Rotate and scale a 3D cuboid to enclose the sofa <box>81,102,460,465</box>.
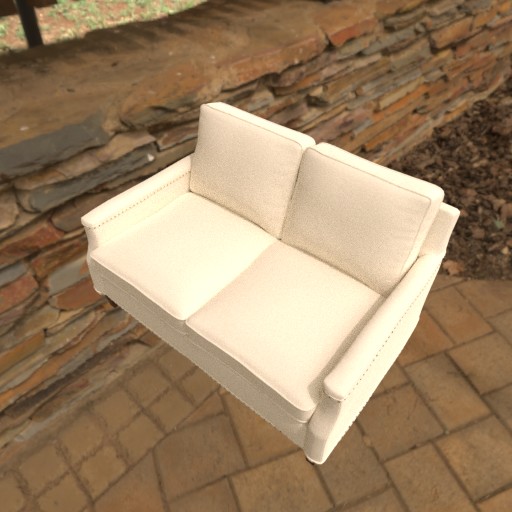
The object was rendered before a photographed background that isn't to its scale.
[{"bbox_3d":[0.000,0.000,2.273,1.597,1.003,1.084,30,52,27],"label":"sofa"}]
